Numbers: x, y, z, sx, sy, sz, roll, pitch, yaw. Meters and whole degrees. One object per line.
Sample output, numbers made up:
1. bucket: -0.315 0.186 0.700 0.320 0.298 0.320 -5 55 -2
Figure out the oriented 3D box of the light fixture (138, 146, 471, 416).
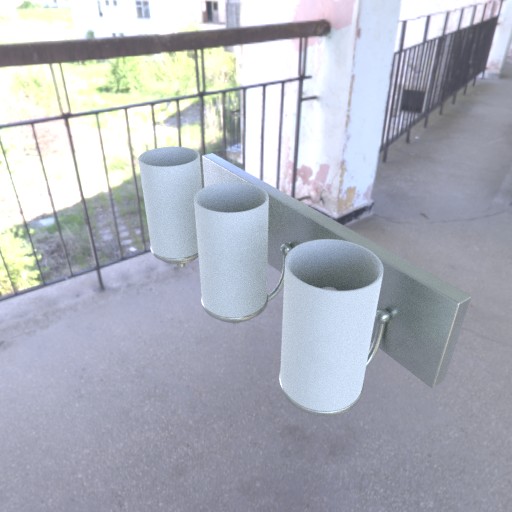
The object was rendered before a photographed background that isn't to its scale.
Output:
1. light fixture: 0.000 0.000 0.533 0.145 0.172 0.451 -20 37 -29
